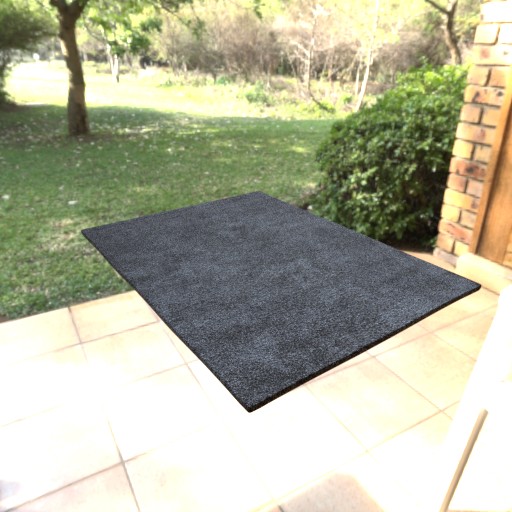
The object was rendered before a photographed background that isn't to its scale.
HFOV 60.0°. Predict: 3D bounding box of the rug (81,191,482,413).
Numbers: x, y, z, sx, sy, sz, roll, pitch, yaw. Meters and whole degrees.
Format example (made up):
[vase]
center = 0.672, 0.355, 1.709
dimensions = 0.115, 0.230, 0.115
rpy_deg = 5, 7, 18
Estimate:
[rug]
center = 0.000, 0.000, 2.140
dimensions = 1.198, 0.025, 1.601
rpy_deg = -17, 31, -32
